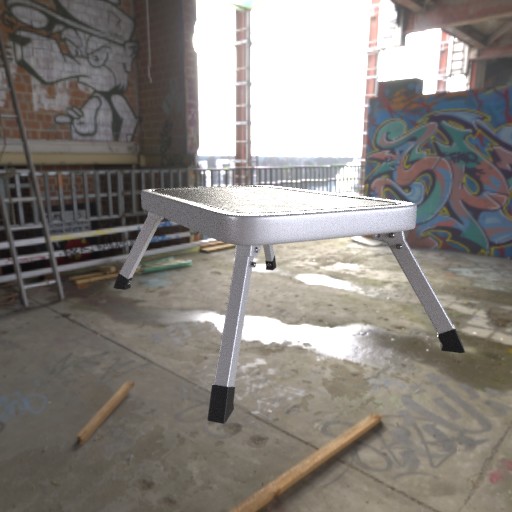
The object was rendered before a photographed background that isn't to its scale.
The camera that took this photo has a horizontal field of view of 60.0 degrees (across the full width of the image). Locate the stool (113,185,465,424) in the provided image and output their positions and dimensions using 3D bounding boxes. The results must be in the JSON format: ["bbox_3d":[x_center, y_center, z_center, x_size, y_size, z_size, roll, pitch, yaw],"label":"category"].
[{"bbox_3d":[0.000,0.000,0.620,0.320,0.170,0.460,-6,14,-27],"label":"stool"}]
